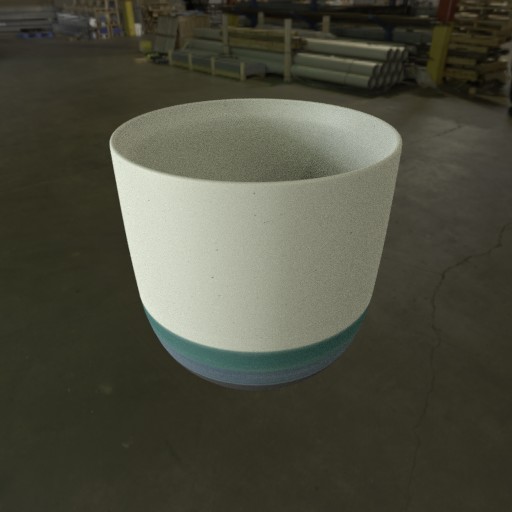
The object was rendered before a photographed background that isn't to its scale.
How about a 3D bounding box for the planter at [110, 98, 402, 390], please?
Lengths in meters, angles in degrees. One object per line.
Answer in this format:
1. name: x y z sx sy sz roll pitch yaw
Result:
1. planter: 0.000 0.000 0.375 0.204 0.214 0.204 0 32 0
